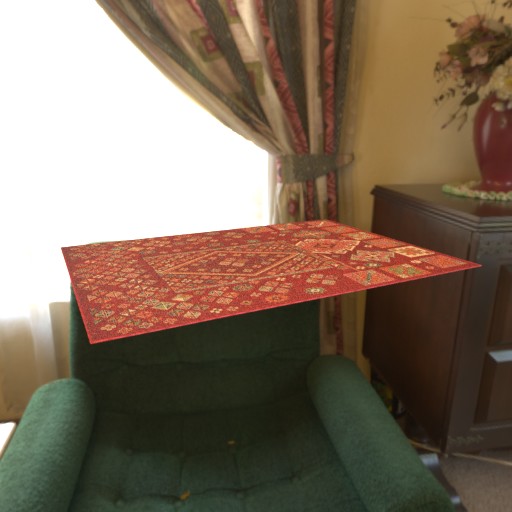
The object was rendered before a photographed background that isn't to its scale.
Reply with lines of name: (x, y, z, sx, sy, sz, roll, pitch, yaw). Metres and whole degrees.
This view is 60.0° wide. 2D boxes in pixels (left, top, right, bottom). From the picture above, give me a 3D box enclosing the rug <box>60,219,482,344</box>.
rug: (0.000, 0.000, 4.251, 3.306, 0.011, 2.389, -8, 18, -26)
